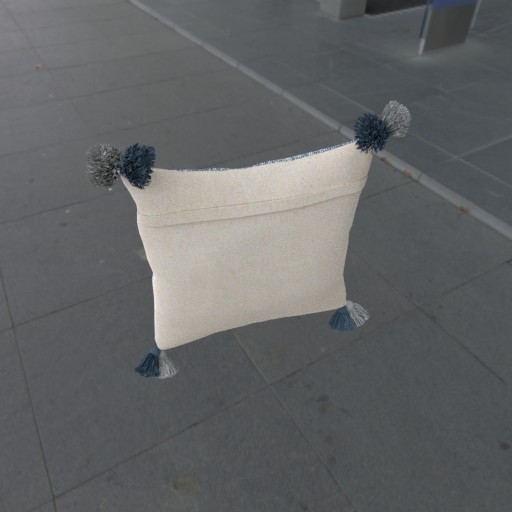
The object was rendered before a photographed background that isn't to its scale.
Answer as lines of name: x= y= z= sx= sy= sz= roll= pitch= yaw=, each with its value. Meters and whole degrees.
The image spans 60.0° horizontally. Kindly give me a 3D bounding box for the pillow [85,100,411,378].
pillow: x=0.000 y=0.000 z=0.942 sx=0.614 sy=0.634 sz=0.138 roll=-11 pitch=43 yaw=-12
